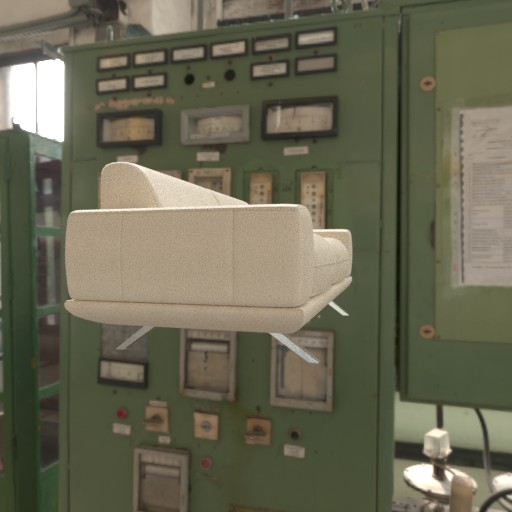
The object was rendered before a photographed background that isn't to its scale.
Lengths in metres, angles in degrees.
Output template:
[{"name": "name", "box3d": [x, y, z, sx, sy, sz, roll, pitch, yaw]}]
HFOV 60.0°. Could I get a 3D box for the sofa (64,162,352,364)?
[{"name": "sofa", "box3d": [0.000, 0.000, 2.363, 0.900, 0.772, 1.901, 0, 1, 17]}]
